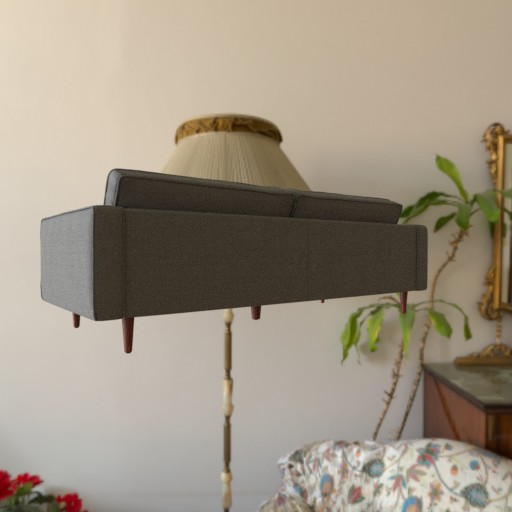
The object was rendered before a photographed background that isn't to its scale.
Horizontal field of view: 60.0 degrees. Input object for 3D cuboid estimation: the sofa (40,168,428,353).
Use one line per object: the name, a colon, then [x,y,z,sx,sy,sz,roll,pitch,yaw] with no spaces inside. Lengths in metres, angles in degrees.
sofa: [0.000,0.000,2.639,2.198,0.762,0.914,-1,1,-37]
